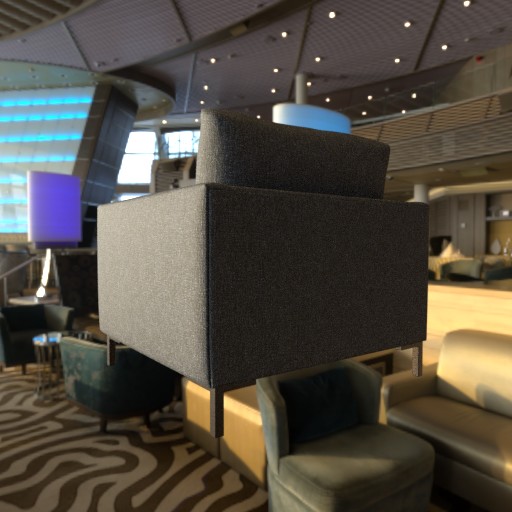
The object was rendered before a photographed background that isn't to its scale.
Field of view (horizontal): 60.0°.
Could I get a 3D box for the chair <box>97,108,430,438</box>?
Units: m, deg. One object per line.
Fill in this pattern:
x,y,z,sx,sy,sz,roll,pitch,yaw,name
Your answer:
0.000,0.000,1.668,0.963,0.861,0.866,-1,2,-36,chair
